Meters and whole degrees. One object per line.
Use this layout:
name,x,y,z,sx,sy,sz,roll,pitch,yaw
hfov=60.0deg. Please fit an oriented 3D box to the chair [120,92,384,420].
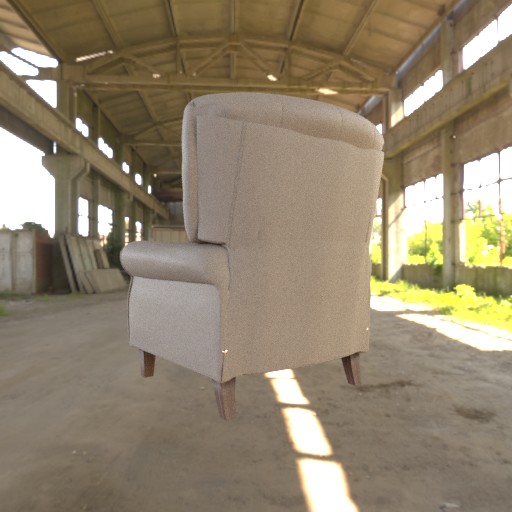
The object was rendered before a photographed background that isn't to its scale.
chair,0.000,0.000,1.987,0.999,1.138,1.041,0,0,-37
